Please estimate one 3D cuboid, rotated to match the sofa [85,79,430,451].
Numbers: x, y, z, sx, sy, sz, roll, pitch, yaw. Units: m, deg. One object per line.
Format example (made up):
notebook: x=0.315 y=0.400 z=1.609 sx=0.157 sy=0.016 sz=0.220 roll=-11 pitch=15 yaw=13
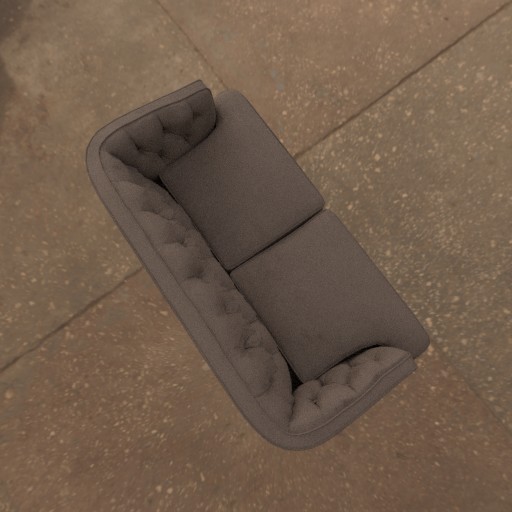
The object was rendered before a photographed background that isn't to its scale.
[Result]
sofa: x=0.000 y=0.000 z=2.280 sx=0.941 sy=0.855 sz=1.733 roll=-34 pitch=79 yaw=-7
